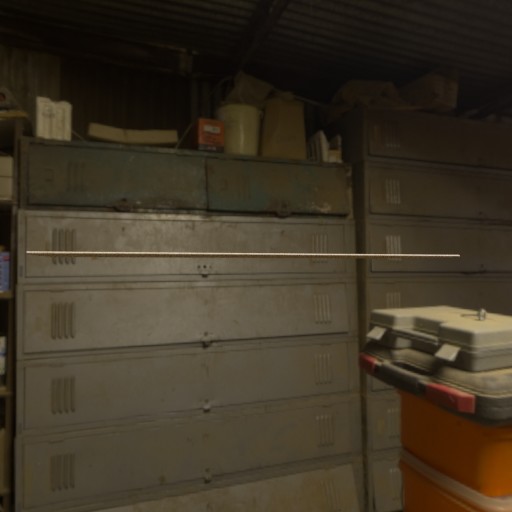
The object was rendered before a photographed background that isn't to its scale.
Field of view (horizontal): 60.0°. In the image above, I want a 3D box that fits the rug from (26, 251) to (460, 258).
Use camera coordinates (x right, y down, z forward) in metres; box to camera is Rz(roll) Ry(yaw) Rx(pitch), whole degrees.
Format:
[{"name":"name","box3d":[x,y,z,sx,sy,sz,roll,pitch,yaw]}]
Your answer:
[{"name":"rug","box3d":[0.000,0.000,2.753,2.450,0.014,0.793,0,-1,-19]}]
